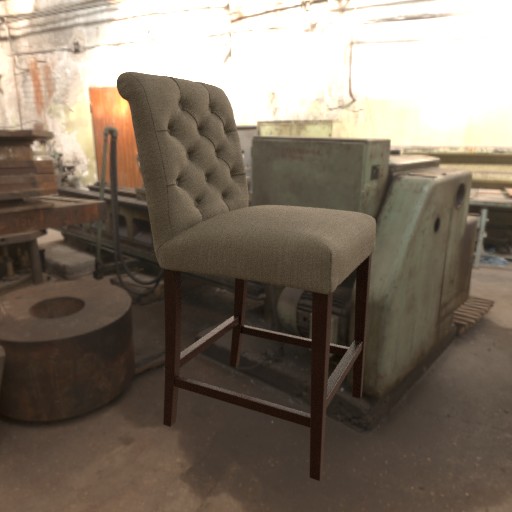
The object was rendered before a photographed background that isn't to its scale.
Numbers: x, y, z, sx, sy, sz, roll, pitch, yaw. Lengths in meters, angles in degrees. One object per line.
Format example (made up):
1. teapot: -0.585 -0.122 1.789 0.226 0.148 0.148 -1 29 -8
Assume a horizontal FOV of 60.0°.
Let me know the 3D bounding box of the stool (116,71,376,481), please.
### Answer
1. stool: 0.000 0.000 1.403 0.660 1.084 0.486 8 17 26
